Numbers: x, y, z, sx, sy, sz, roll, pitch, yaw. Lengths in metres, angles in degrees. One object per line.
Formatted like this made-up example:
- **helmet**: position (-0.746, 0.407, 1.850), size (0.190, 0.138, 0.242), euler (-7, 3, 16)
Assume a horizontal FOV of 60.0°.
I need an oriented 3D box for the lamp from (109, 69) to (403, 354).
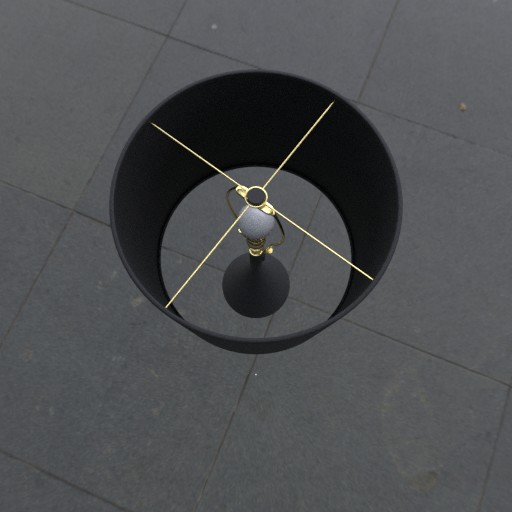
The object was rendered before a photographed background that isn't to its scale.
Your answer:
- **lamp**: position (0.000, 0.000, 0.823), size (0.359, 0.584, 0.359), euler (36, 78, 9)
